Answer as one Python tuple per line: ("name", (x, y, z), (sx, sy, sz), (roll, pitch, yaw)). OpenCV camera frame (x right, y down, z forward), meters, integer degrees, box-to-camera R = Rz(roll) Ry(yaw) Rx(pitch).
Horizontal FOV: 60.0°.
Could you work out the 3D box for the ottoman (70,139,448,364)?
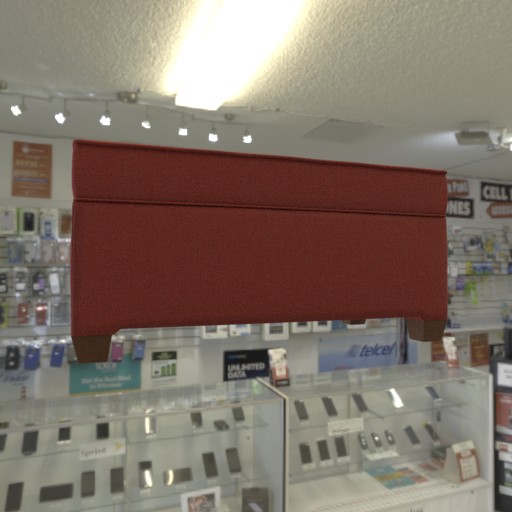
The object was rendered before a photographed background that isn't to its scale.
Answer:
("ottoman", (0.000, 0.000, 1.241), (0.948, 0.454, 0.497), (1, -2, -18))
